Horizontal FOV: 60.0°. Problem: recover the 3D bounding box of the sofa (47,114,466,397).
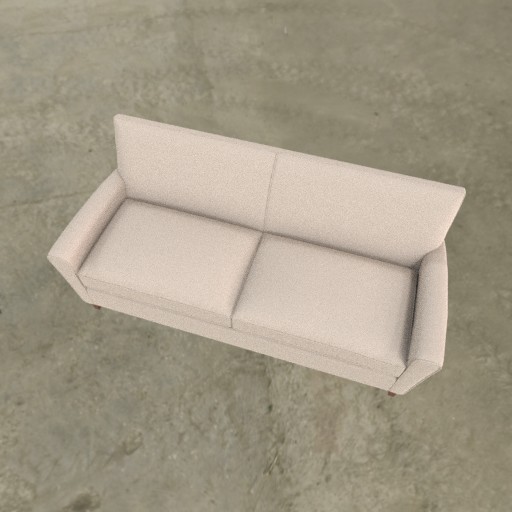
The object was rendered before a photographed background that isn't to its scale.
[{"bbox_3d":[0.000,0.000,2.457,2.000,0.846,0.875,14,58,9],"label":"sofa"}]
